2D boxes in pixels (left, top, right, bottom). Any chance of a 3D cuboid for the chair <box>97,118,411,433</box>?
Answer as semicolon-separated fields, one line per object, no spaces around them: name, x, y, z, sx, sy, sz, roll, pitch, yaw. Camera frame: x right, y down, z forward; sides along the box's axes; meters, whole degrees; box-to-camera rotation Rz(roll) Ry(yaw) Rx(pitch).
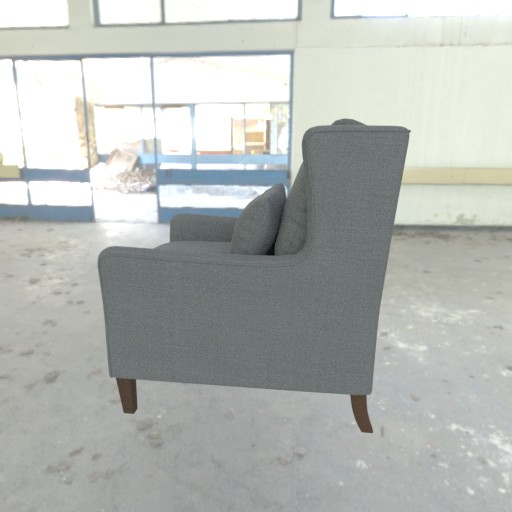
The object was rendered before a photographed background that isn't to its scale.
chair;0.000;0.000;1.842;1.040;1.056;0.866;2;14;7
